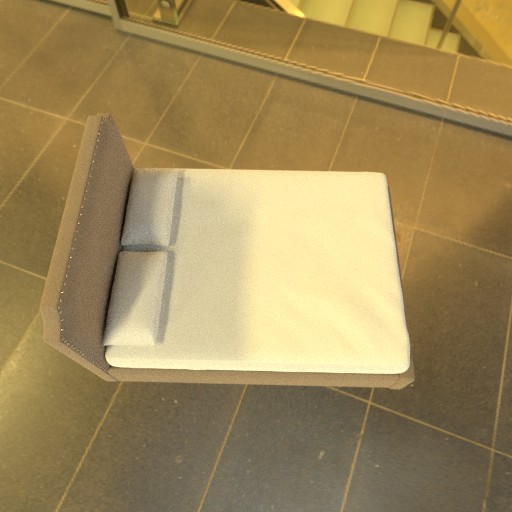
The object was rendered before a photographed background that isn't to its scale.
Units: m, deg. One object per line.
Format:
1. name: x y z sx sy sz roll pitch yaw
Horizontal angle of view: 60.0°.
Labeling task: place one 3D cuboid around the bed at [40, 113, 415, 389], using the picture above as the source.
1. bed: 0.000 0.000 3.335 2.329 1.415 1.703 1 64 1
